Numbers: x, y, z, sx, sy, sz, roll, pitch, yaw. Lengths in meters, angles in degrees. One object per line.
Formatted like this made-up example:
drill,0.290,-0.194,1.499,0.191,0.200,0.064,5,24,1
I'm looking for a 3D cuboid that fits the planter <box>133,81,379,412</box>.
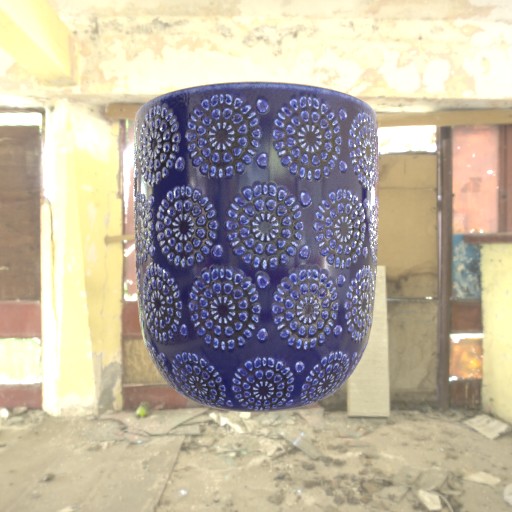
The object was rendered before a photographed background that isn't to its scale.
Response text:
planter,0.000,0.000,0.346,0.184,0.206,0.184,0,1,0
